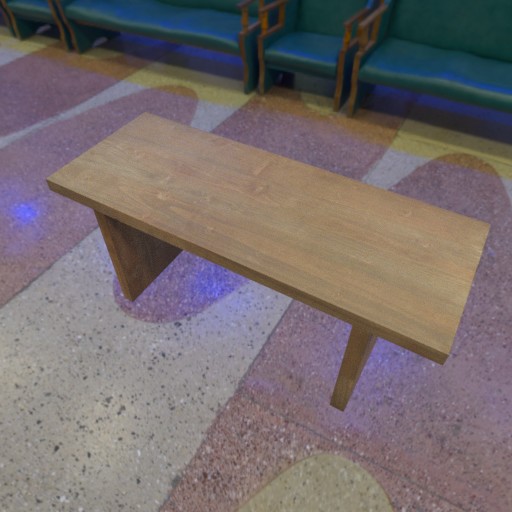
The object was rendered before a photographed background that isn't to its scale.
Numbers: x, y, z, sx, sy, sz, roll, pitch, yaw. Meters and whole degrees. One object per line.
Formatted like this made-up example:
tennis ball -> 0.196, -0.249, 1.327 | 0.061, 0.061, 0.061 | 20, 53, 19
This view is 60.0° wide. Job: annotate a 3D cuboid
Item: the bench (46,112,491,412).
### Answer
bench -> 0.000, 0.000, 1.416 | 1.183, 0.458, 0.458 | 23, 51, 20
